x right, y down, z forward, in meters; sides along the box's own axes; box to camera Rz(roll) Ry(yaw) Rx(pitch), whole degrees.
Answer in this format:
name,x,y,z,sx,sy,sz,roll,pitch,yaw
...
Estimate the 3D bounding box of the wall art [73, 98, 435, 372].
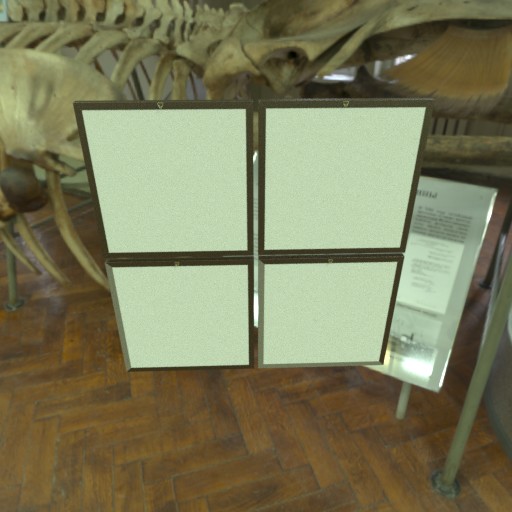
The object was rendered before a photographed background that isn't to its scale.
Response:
name,x,y,z,sx,sy,sz,roll,pitch,yaw
wall art,0.000,0.000,1.528,1.032,1.032,0.030,-1,30,-2
